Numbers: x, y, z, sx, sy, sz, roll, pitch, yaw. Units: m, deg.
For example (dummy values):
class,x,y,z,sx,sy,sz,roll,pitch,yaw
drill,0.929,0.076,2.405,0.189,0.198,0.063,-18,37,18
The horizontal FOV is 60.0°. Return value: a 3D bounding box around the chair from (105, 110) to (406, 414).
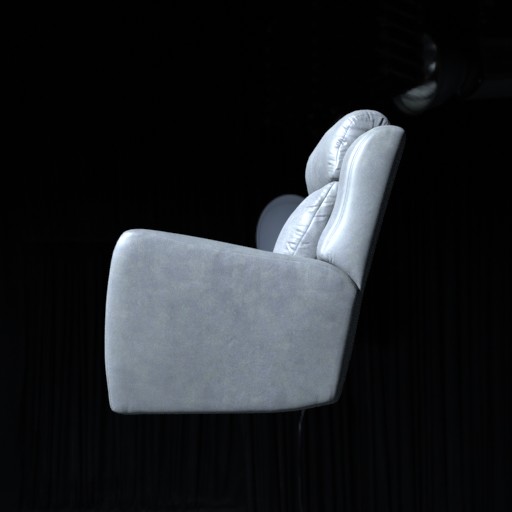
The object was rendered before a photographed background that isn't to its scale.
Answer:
class,x,y,z,sx,sy,sz,roll,pitch,yaw
chair,0.000,0.000,1.973,1.068,1.116,0.967,0,0,0
